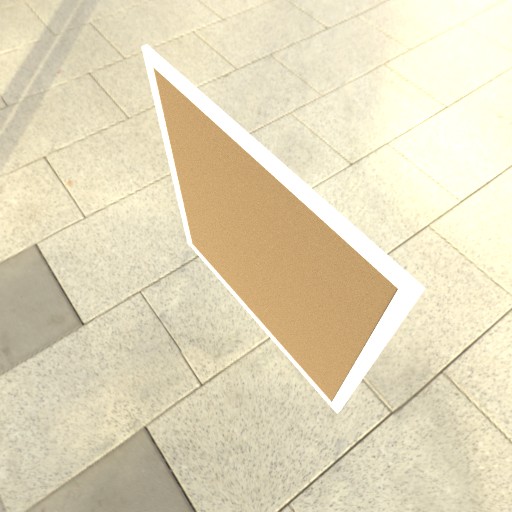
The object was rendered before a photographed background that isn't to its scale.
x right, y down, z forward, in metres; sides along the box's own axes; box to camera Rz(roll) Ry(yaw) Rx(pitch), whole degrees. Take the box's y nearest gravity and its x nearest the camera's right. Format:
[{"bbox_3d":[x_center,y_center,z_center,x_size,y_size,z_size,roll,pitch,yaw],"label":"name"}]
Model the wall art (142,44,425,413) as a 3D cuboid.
[{"bbox_3d":[0.000,0.000,1.193,0.015,0.812,0.812,-35,64,-19],"label":"wall art"}]
